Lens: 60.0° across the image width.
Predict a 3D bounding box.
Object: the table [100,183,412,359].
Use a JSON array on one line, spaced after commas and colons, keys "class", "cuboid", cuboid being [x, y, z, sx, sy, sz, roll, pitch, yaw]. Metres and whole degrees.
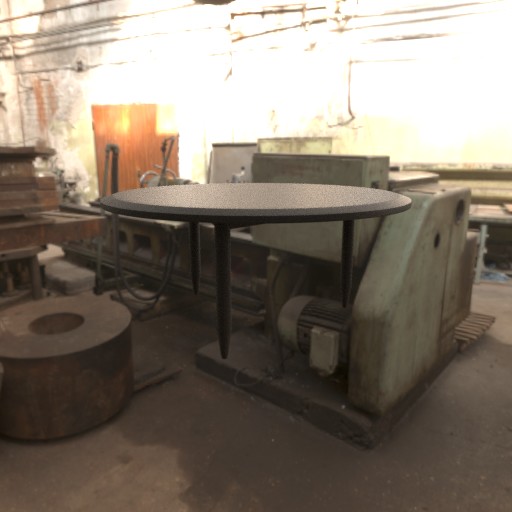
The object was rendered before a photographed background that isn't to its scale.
[{"class": "table", "cuboid": [0.000, 0.000, 1.396, 0.900, 0.400, 0.900, 0, 13, 0]}]
